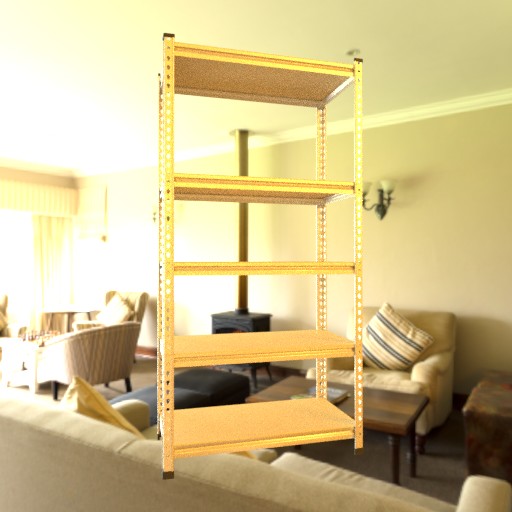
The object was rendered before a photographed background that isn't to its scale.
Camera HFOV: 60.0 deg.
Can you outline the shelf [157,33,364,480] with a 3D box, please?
[{"bbox_3d":[0.000,0.000,2.151,0.914,1.829,0.457,0,-1,-15],"label":"shelf"}]
